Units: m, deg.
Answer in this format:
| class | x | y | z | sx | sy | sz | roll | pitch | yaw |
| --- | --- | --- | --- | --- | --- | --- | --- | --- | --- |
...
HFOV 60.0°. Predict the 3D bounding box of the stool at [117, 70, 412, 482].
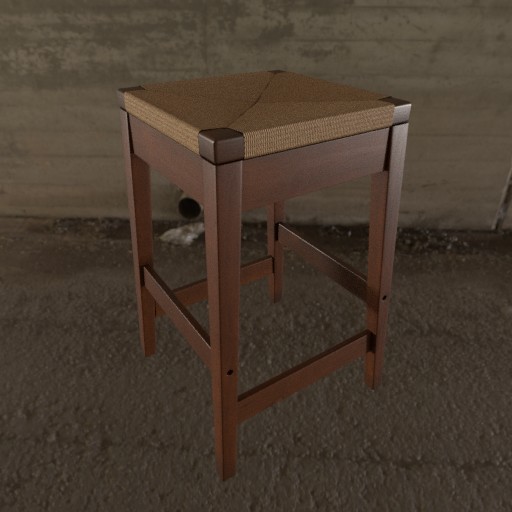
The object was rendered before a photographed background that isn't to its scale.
| class | x | y | z | sx | sy | sz | roll | pitch | yaw |
| --- | --- | --- | --- | --- | --- | --- | --- | --- | --- |
| stool | 0.000 | 0.000 | 1.086 | 0.507 | 0.762 | 0.497 | -19 | 37 | -28 |
